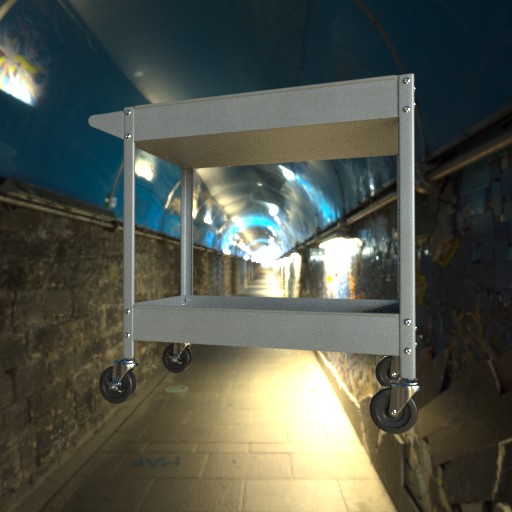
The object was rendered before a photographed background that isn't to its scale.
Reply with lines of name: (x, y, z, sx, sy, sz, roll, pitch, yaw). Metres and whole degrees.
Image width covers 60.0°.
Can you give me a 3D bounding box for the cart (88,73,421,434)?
cart: (0.000, 0.000, 1.141, 0.779, 0.719, 0.366, 0, -1, 17)
